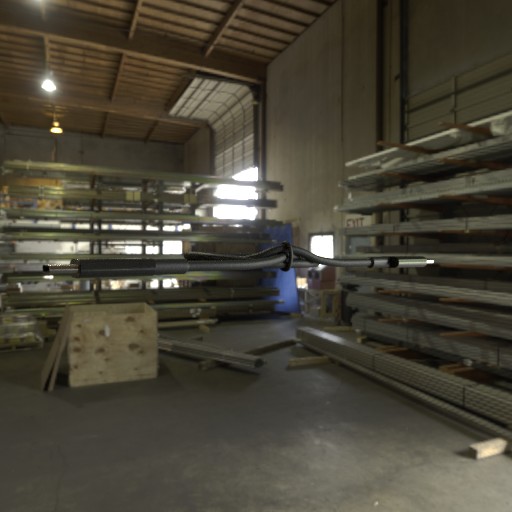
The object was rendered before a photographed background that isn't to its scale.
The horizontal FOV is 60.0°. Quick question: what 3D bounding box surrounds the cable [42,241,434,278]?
[{"bbox_3d":[0.000,0.000,0.222,0.203,0.014,0.070,0,1,-36],"label":"cable"}]
